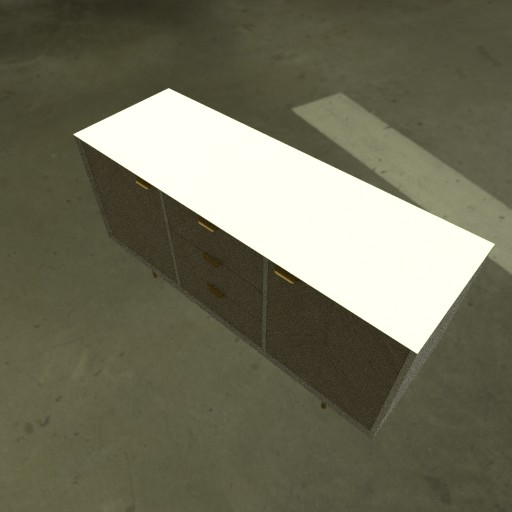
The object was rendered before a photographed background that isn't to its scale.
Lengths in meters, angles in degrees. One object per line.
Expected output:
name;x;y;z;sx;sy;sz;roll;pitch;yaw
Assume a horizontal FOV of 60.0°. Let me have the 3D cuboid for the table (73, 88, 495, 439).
table;0.000;0.000;1.846;1.500;0.769;0.508;33;56;26
